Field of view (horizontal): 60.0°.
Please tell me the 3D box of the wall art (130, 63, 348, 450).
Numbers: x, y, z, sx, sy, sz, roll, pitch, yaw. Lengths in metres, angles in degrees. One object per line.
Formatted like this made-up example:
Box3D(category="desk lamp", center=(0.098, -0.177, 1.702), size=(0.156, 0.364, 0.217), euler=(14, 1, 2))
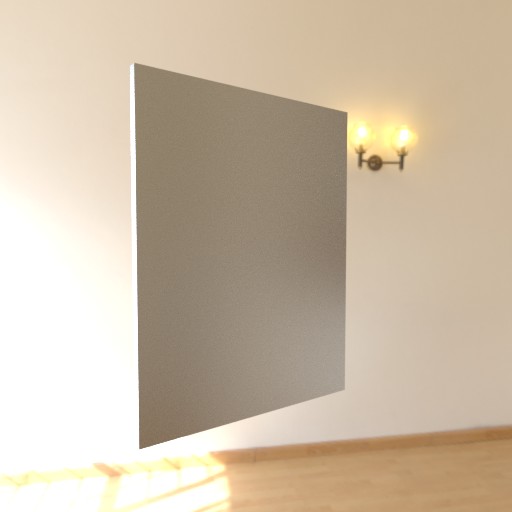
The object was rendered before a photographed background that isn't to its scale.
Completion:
Box3D(category="wall art", center=(0.000, 0.000, 1.446), size=(0.816, 1.046, 0.030), euler=(-2, 3, -36))
